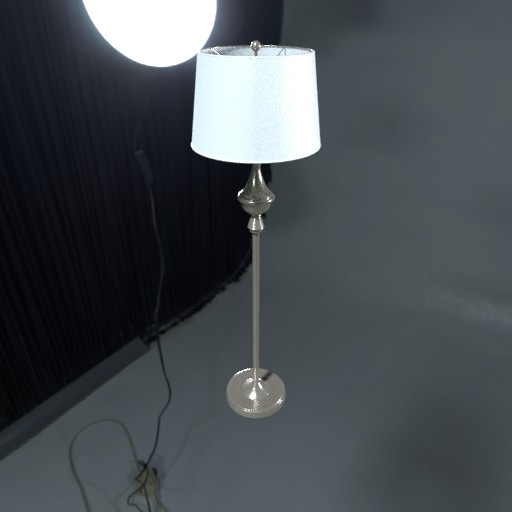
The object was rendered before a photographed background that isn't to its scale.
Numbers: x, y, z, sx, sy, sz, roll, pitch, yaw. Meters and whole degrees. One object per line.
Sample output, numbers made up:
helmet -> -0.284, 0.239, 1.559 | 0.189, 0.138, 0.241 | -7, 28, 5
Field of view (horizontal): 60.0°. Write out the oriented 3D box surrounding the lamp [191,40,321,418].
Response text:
lamp -> 0.000, 0.000, 1.698 | 0.431, 1.488, 0.431 | 0, 30, 0
